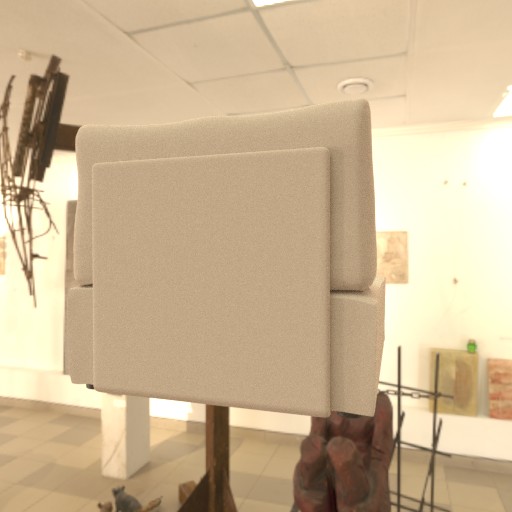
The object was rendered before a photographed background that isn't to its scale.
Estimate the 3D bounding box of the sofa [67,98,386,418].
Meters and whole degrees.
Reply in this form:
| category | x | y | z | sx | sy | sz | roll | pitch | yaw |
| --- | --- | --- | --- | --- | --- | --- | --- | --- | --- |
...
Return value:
| category | x | y | z | sx | sy | sz | roll | pitch | yaw |
| --- | --- | --- | --- | --- | --- | --- | --- | --- | --- |
| sofa | 0.000 | 0.000 | 1.689 | 0.935 | 0.828 | 1.000 | 0 | 1 | 18 |
